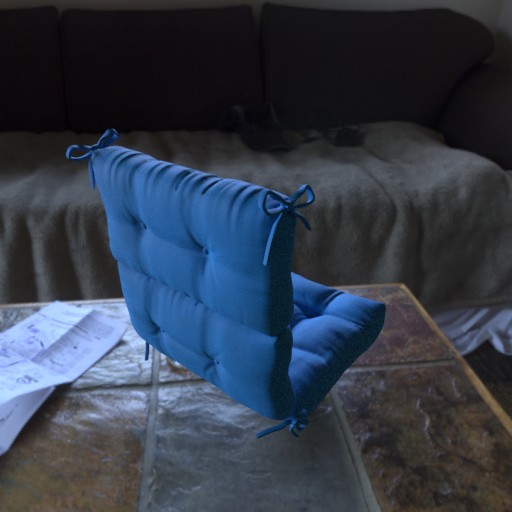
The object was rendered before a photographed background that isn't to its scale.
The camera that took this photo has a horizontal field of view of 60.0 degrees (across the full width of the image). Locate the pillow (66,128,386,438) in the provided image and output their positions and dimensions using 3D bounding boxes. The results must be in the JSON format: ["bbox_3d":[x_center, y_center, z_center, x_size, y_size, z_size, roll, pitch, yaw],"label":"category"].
[{"bbox_3d":[0.000,0.000,1.041,0.519,0.605,0.571,22,36,33],"label":"pillow"}]
